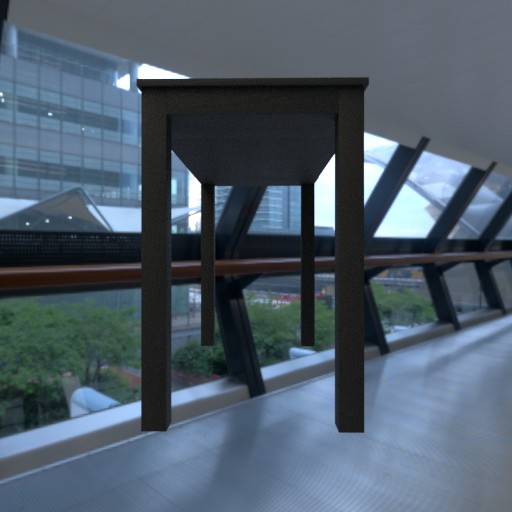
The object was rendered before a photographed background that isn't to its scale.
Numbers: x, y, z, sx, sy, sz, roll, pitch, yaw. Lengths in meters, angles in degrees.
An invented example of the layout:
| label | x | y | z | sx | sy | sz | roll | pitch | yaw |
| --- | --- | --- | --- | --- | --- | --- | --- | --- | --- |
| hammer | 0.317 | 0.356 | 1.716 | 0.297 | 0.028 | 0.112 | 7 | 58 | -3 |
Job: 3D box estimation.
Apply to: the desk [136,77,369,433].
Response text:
| label | x | y | z | sx | sy | sz | roll | pitch | yaw |
| --- | --- | --- | --- | --- | --- | --- | --- | --- | --- |
| desk | 0.000 | 0.000 | 1.444 | 0.499 | 0.762 | 0.991 | 0 | 0 | 1 |
